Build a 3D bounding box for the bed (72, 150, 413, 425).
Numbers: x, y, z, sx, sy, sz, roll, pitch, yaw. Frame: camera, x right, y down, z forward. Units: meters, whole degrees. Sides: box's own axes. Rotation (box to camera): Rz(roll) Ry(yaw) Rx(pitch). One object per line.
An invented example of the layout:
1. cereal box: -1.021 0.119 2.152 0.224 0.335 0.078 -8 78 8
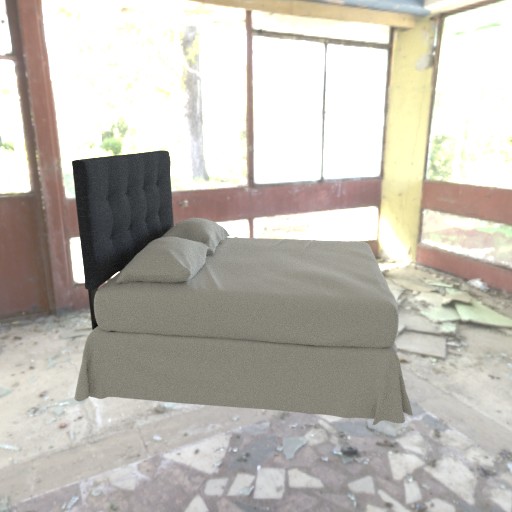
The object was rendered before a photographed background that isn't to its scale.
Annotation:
1. bed: 0.000 0.000 3.529 2.222 1.577 1.936 2 16 8
